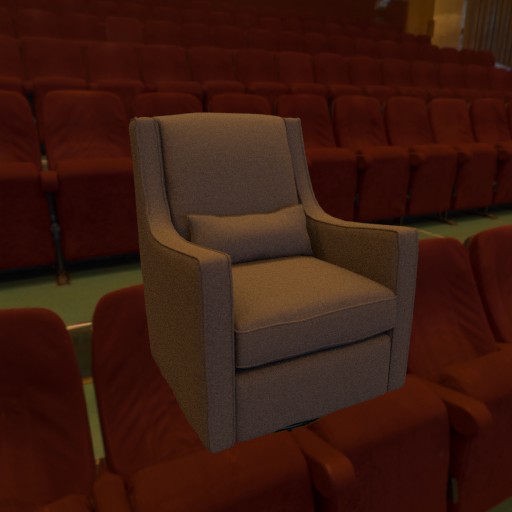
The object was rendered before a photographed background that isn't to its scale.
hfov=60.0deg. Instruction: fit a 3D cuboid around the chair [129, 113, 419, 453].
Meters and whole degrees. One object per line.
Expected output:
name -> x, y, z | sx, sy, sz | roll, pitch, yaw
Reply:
chair -> 0.000, 0.000, 1.597 | 0.732, 0.993, 0.879 | -8, 19, -26
